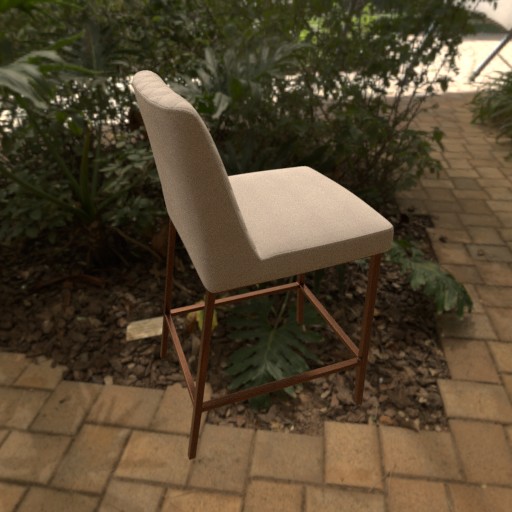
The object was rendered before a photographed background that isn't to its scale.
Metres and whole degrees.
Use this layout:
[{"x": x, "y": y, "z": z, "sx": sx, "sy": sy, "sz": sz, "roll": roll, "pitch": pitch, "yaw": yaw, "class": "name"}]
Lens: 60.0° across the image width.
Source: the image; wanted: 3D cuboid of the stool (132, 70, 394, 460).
[{"x": 0.000, "y": 0.000, "z": 1.274, "sx": 0.576, "sy": 0.973, "sz": 0.507, "roll": -11, "pitch": 33, "yaw": -18, "class": "stool"}]
